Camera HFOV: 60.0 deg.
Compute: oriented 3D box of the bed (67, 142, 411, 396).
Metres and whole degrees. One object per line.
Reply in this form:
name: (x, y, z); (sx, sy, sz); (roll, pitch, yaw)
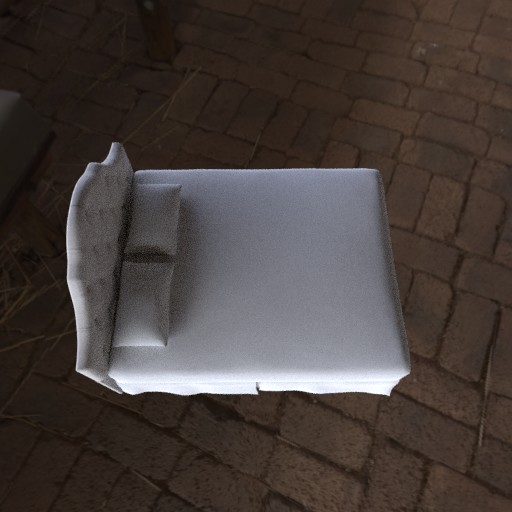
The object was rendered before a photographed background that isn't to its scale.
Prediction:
bed: (0.000, 0.000, 3.674); (2.477, 1.617, 2.039); (0, 65, 0)
